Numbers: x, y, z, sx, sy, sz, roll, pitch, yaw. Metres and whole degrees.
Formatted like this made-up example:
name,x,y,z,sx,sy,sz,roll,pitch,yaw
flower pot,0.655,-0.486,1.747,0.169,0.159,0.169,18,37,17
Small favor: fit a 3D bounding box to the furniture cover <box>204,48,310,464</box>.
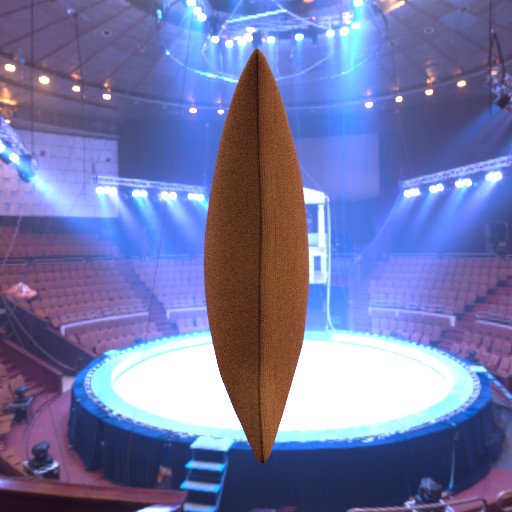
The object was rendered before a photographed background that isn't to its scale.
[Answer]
name,x,y,z,sx,sy,sz,roll,pitch,yaw
furniture cover,0.000,0.000,0.788,0.178,0.506,0.512,0,0,-1
